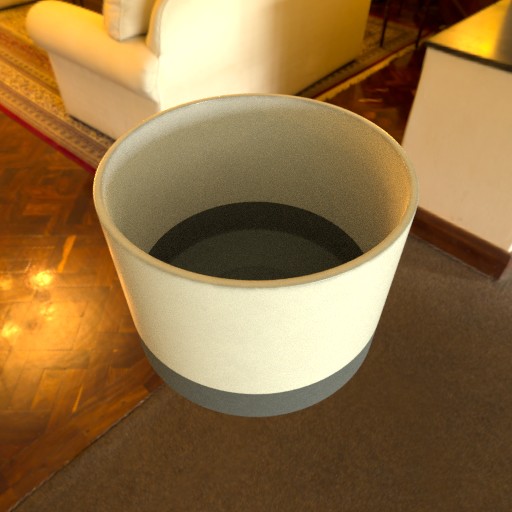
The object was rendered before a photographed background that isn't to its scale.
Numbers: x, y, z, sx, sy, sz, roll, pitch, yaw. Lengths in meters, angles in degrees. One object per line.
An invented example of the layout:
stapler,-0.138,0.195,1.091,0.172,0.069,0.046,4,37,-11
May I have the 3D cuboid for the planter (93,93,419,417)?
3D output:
planter,0.000,0.000,0.217,0.128,0.105,0.128,0,46,0
